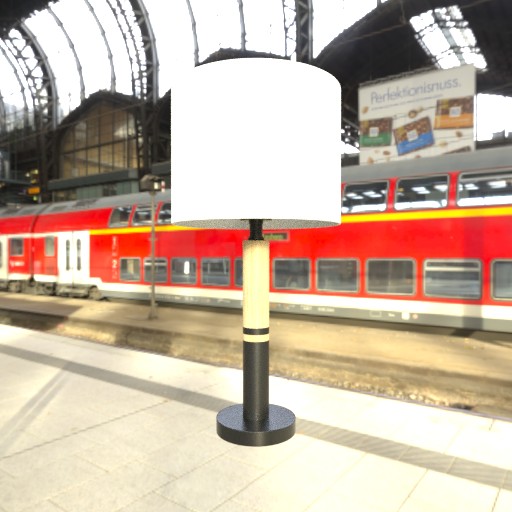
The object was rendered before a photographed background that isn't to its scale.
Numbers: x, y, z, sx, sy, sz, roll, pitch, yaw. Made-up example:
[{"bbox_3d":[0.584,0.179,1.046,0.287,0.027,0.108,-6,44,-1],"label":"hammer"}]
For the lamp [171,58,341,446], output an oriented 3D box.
[{"bbox_3d":[0.000,0.000,0.813,0.305,0.640,0.305,0,0,35],"label":"lamp"}]
